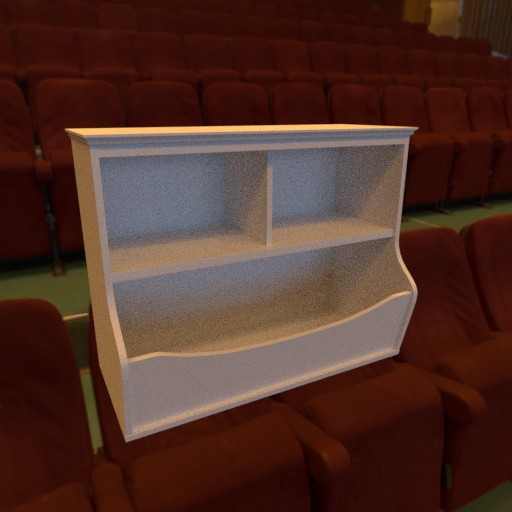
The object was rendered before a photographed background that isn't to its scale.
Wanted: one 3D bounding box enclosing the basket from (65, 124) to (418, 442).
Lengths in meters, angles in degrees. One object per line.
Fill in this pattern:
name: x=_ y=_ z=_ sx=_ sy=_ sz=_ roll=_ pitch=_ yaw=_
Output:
basket: x=0.000 y=0.000 z=1.130 sx=0.792 sy=0.625 sz=0.376 roll=-9 pitch=20 yaw=-26
